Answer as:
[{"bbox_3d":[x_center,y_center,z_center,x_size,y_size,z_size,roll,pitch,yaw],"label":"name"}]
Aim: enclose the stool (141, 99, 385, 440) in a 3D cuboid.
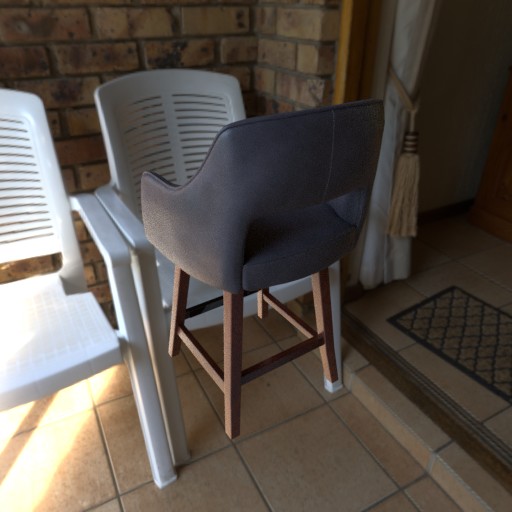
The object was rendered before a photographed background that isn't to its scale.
[{"bbox_3d":[0.000,0.000,1.295,0.550,0.936,0.560,-19,35,-29],"label":"stool"}]
